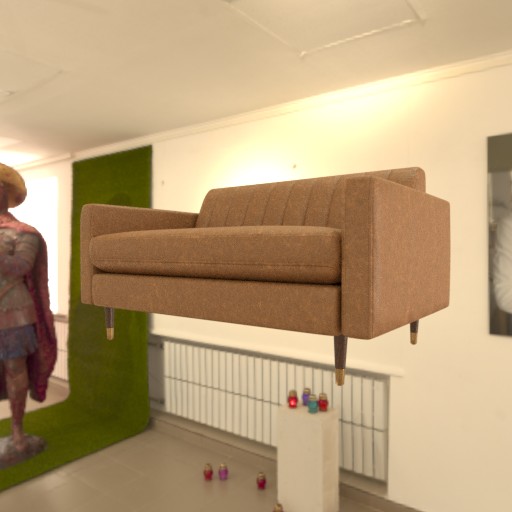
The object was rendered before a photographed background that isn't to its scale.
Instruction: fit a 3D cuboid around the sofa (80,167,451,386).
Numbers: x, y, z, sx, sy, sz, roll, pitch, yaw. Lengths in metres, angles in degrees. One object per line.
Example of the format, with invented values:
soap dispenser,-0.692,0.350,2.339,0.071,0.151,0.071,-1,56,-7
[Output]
sofa,0.000,0.000,2.101,1.549,0.820,0.960,1,1,37
